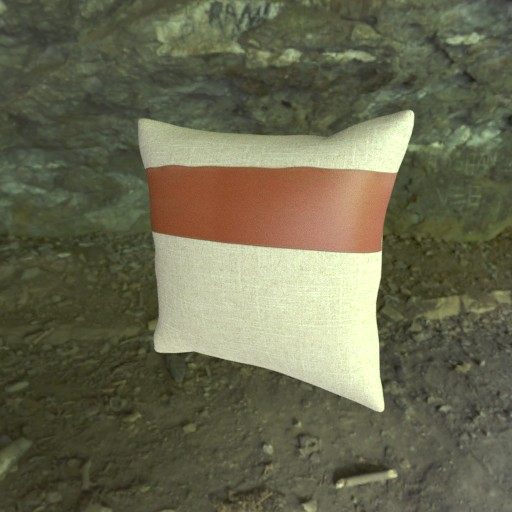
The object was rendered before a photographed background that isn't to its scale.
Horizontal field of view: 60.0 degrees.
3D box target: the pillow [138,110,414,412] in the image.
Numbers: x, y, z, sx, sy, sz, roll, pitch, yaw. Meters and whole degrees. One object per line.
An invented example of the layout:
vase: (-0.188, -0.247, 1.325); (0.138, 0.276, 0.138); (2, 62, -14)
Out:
pillow: (0.000, 0.000, 0.654); (0.414, 0.399, 0.173); (7, 16, 27)
